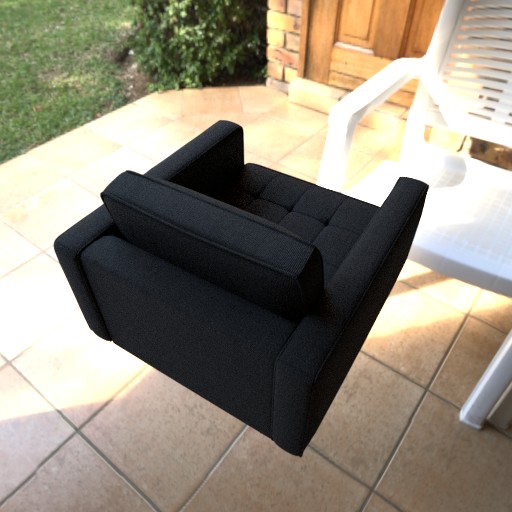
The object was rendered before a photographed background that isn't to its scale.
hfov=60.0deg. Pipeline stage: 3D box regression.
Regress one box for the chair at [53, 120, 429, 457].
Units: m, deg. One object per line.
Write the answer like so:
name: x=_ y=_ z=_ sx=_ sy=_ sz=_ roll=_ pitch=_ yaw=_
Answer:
chair: x=0.000 y=0.000 z=1.567 sx=0.899 sy=0.770 sz=0.919 roll=24 pitch=49 yaw=22
